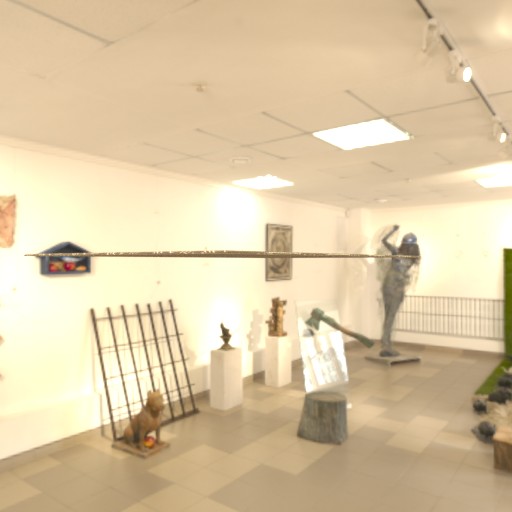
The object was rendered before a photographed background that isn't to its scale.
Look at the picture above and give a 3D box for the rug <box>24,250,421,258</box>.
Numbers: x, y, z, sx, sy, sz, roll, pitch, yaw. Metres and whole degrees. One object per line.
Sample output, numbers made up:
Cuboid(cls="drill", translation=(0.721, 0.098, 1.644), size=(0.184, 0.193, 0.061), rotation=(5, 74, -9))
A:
Cuboid(cls="rug", translation=(0.000, 0.000, 3.099), size=(1.541, 0.012, 2.457), rotation=(0, -1, 37))
